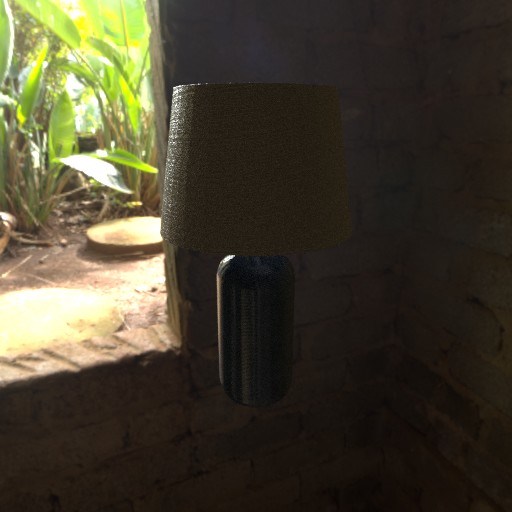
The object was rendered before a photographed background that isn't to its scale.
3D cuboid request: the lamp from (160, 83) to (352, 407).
[{"bbox_3d":[0.000,0.000,0.606,0.253,0.428,0.253,0,17,0],"label":"lamp"}]
